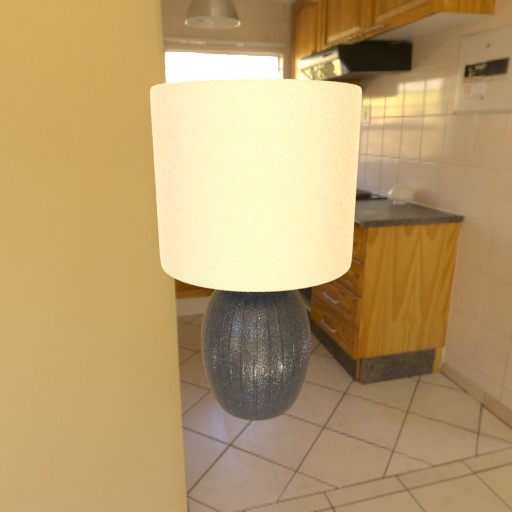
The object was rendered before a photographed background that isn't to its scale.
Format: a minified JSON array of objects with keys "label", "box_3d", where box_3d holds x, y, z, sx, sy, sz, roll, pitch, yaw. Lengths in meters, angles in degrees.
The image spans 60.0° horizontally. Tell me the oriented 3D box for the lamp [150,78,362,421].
[{"label":"lamp","box_3d":[0.000,0.000,0.778,0.329,0.570,0.329,-8,18,-25]}]
